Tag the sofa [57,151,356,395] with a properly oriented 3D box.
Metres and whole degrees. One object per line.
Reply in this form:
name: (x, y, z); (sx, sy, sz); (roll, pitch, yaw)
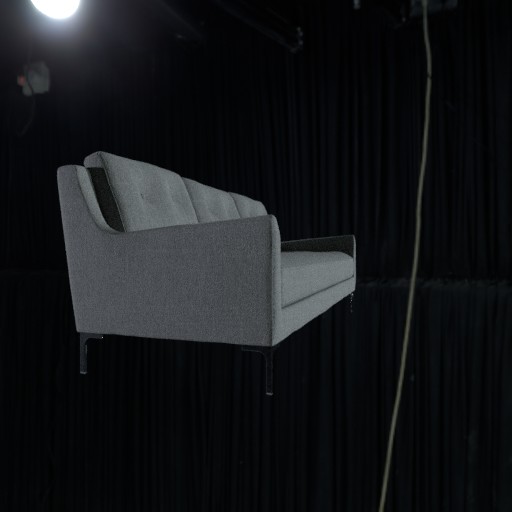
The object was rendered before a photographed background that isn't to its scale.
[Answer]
sofa: (0.000, 0.000, 2.450); (0.849, 0.837, 2.060); (0, 1, 19)
